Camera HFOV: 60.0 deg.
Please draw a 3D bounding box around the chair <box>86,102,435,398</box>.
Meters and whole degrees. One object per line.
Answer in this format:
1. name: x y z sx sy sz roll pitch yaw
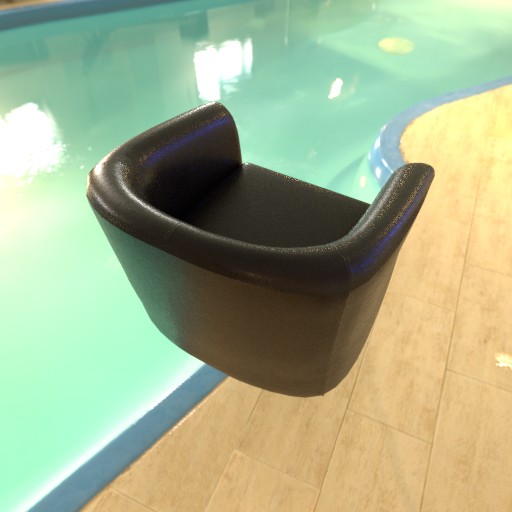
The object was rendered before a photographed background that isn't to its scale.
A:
1. chair: 0.000 0.000 1.351 0.793 0.756 0.727 23 51 20
